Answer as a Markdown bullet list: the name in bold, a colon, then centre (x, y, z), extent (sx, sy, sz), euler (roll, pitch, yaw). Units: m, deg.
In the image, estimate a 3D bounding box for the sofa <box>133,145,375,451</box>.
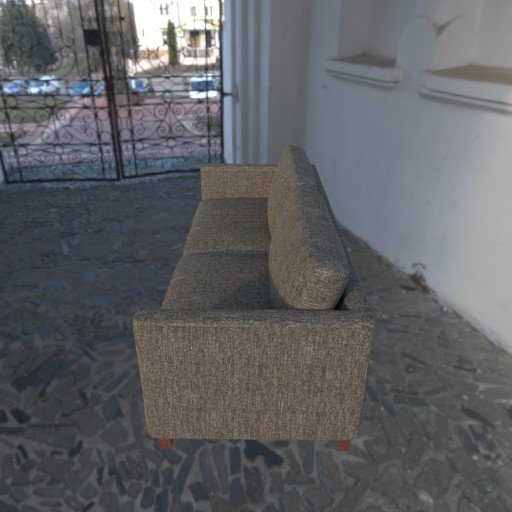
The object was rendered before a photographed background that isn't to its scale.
- **sofa**: centre (0.000, 0.000, 2.744), extent (0.948, 0.960, 2.208), euler (0, 27, 1)
